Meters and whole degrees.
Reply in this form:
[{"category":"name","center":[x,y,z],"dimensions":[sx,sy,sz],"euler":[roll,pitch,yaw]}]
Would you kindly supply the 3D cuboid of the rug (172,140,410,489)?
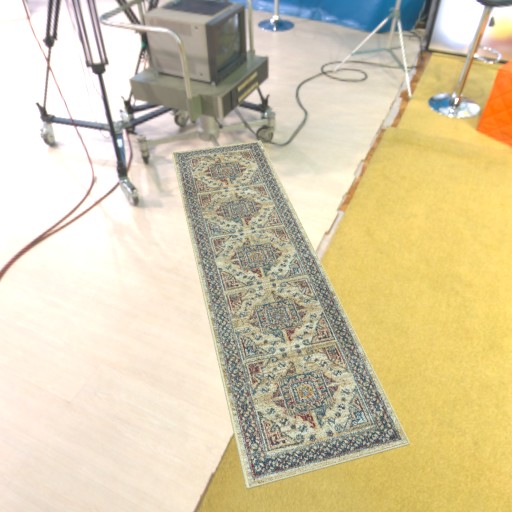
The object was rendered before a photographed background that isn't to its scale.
[{"category":"rug","center":[0.000,0.000,2.456],"dimensions":[0.661,0.013,2.297],"euler":[-10,47,-10]}]
